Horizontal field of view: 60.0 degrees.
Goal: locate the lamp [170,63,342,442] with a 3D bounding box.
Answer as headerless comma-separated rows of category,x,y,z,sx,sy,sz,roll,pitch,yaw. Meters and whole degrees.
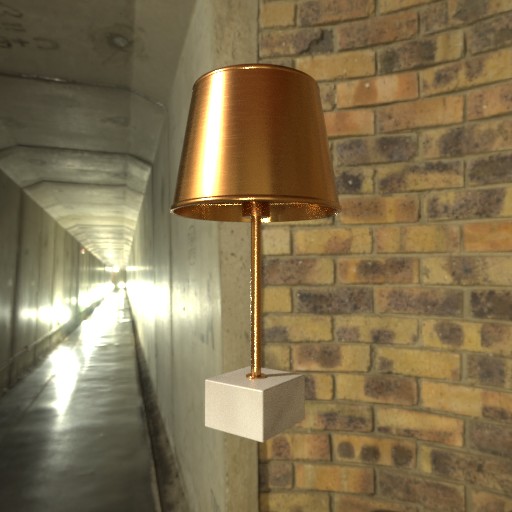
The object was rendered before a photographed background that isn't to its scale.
lamp,0.000,0.000,0.544,0.208,0.406,0.208,0,-2,0
